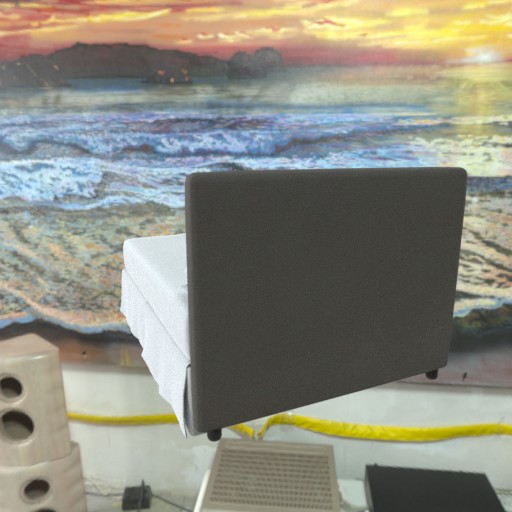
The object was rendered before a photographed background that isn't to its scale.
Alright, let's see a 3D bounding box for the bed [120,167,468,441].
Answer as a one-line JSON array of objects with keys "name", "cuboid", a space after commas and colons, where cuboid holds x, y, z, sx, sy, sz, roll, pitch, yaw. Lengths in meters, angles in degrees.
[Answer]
[{"name": "bed", "cuboid": [0.000, 0.000, 3.249, 1.723, 1.330, 2.142, -6, 15, -24]}]
